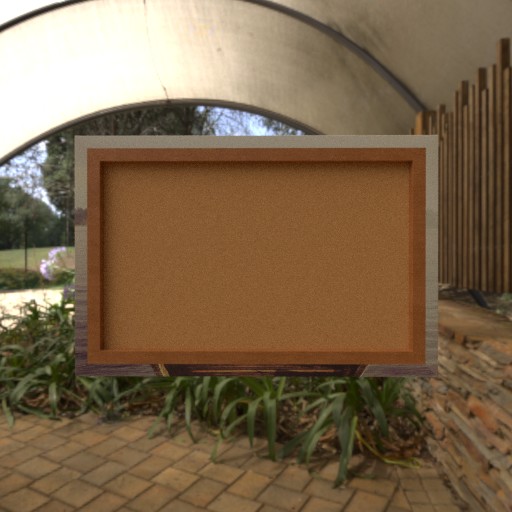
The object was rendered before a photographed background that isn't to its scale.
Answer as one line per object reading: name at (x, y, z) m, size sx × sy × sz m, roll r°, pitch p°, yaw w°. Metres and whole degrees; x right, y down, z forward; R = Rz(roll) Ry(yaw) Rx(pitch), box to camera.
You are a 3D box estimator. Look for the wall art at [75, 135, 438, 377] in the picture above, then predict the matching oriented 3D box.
wall art at (0.000, 0.000, 1.135) m, size 0.916 × 0.609 × 0.037 m, roll 0°, pitch 0°, yaw 0°
